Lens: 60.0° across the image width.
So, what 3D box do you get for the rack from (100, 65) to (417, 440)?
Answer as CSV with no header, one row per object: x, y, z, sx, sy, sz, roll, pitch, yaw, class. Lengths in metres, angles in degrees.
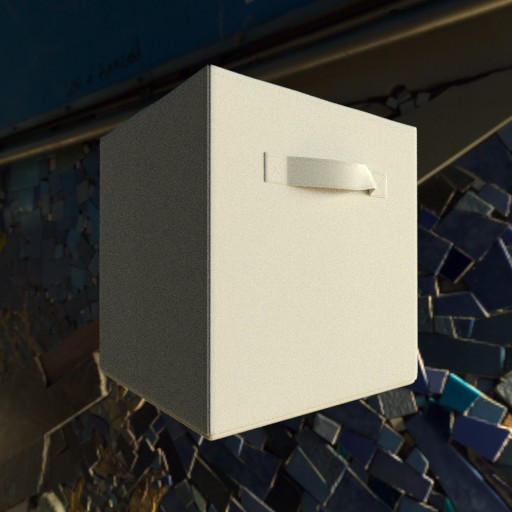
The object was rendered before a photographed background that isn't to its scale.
0.000,0.000,0.498,0.270,0.280,0.270,0,-1,-37,rack
